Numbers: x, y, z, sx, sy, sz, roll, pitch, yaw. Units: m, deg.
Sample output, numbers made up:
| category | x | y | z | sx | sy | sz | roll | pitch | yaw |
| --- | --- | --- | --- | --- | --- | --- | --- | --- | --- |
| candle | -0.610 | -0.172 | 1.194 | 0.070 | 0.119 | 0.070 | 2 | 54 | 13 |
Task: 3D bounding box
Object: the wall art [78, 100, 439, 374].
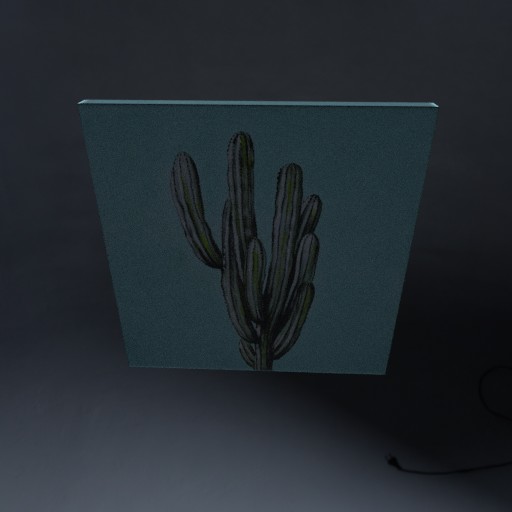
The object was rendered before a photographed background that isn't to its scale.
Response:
| category | x | y | z | sx | sy | sz | roll | pitch | yaw |
| --- | --- | --- | --- | --- | --- | --- | --- | --- | --- |
| wall art | 0.000 | 0.000 | 1.608 | 1.071 | 1.073 | 0.070 | 1 | 30 | 2 |
